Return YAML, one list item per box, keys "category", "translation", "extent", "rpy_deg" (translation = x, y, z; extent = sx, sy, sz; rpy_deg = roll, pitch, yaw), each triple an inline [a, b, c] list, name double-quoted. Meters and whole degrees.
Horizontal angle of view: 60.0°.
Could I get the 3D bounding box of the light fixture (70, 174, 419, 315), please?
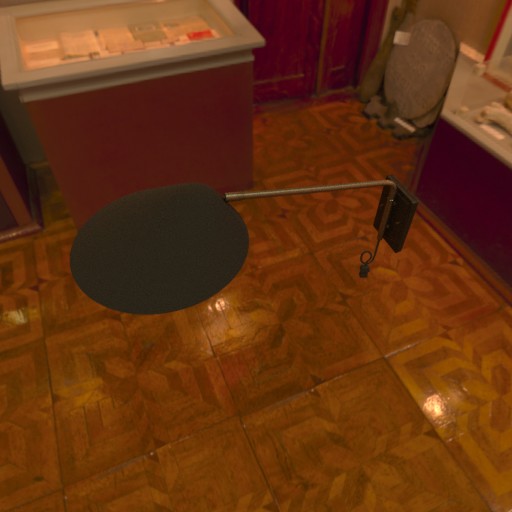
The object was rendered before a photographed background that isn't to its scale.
- category: "light fixture"
  translation: [0.000, 0.000, 0.696]
  extent: [0.516, 0.312, 0.240]
  rpy_deg: [-16, 49, -14]
